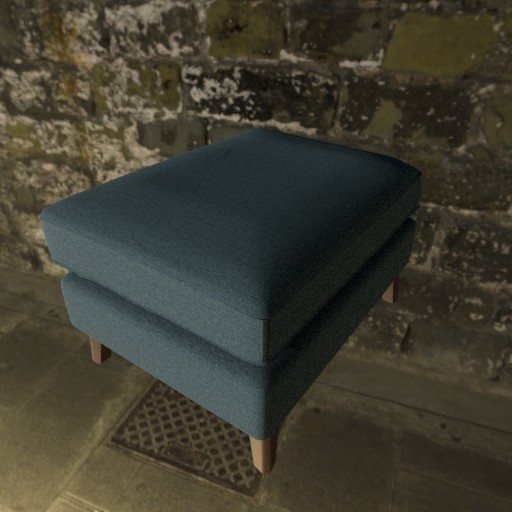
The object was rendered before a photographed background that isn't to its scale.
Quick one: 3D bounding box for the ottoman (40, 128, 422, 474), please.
[{"bbox_3d":[0.000,0.000,1.218,0.629,0.503,0.835,20,37,30],"label":"ottoman"}]
